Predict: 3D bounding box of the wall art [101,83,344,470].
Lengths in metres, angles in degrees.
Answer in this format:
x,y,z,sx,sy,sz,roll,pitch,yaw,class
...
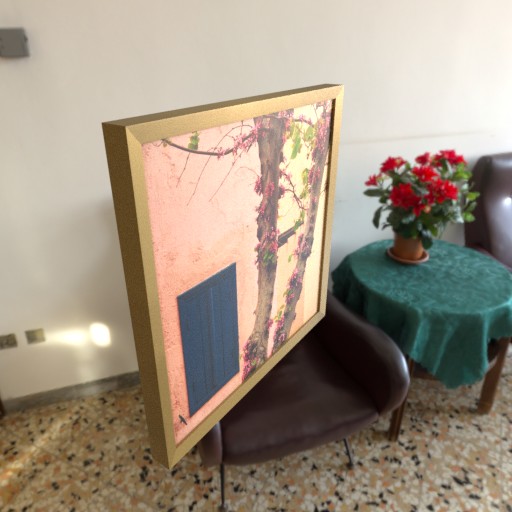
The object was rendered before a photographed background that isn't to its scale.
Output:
x,y,z,sx,sy,sz,roll,pitch,yaw,class
0.000,0.000,0.753,0.038,0.508,0.507,18,31,31,wall art
